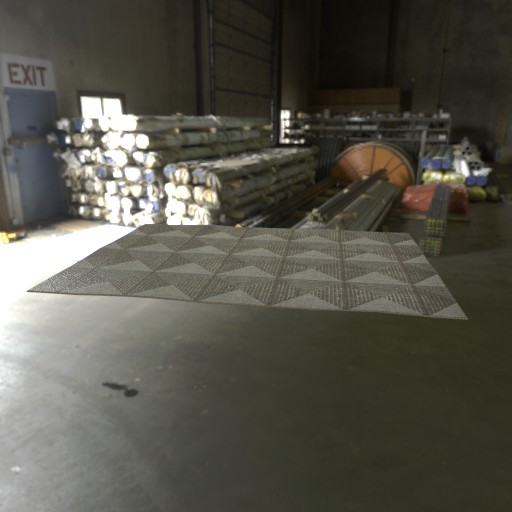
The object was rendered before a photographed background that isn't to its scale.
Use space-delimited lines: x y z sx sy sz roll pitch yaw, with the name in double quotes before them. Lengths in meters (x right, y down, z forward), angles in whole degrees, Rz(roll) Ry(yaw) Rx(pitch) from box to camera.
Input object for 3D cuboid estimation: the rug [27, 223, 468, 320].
"rug" 0.000 0.000 4.435 3.333 0.027 2.428 3 17 9
